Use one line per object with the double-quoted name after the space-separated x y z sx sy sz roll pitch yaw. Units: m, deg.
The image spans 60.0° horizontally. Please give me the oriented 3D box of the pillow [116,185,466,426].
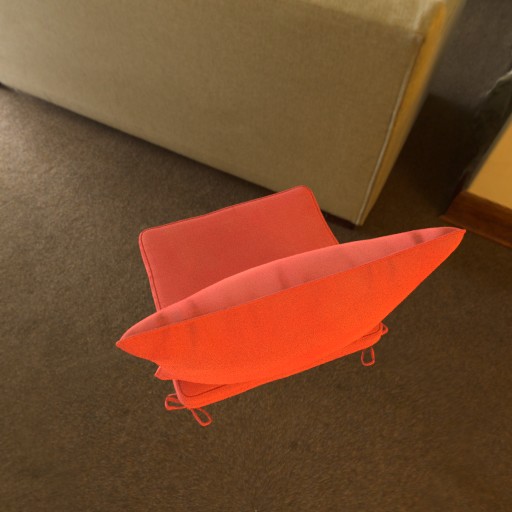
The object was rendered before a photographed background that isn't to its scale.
0.000 0.000 1.330 0.798 0.725 0.733 -17 62 -10 "pillow"
